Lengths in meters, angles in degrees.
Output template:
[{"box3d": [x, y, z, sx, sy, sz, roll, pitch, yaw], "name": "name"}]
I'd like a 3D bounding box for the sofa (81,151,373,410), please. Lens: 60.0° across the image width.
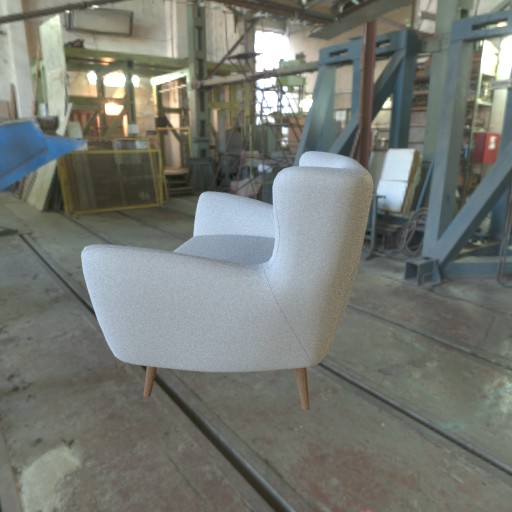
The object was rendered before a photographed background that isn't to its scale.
[{"box3d": [0.000, 0.000, 1.993, 0.921, 0.878, 1.424, 2, 15, 9], "name": "sofa"}]
